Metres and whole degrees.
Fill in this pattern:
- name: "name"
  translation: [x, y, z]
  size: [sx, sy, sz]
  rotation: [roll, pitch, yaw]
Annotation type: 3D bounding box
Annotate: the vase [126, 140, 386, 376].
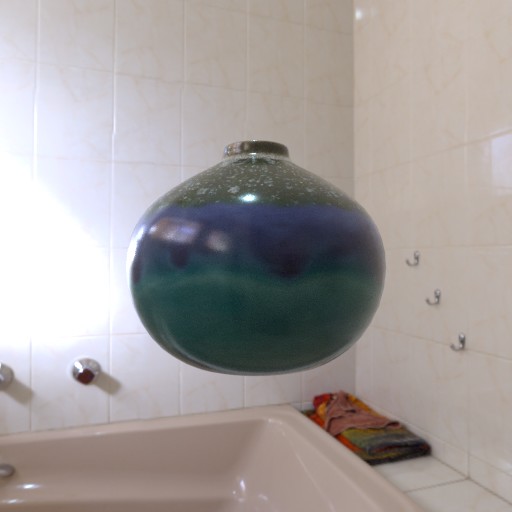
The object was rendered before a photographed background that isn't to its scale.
- name: "vase"
  translation: [0.000, 0.000, 0.273]
  size: [0.154, 0.133, 0.154]
  rotation: [0, -1, 0]
